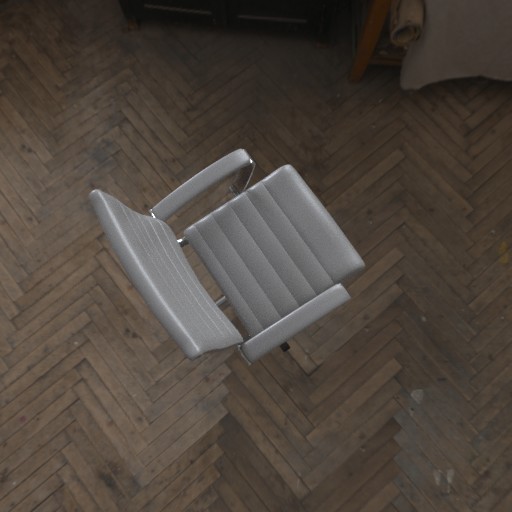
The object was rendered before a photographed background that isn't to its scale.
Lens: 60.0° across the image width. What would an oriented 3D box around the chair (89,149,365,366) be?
[{"bbox_3d":[0.000,0.000,1.549,0.667,1.149,0.679,-33,79,-7],"label":"chair"}]
